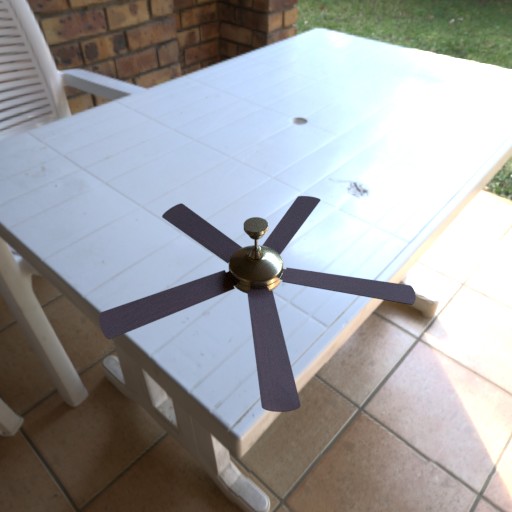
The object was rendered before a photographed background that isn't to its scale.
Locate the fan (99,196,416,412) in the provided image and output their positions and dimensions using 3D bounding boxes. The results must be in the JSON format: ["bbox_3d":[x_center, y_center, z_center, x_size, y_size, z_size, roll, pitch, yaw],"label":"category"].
[{"bbox_3d":[0.000,0.000,1.977,1.321,0.356,1.321,27,48,27],"label":"fan"}]
